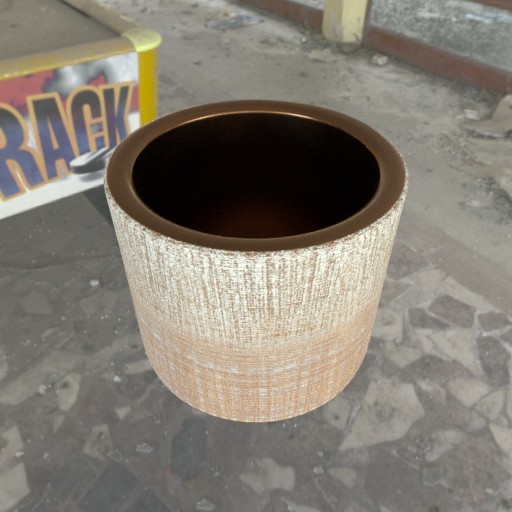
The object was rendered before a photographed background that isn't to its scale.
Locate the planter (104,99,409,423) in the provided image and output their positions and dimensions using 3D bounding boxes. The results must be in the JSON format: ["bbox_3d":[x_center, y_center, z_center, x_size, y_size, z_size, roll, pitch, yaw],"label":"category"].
[{"bbox_3d":[0.000,0.000,0.191,0.109,0.096,0.109,0,42,0],"label":"planter"}]
